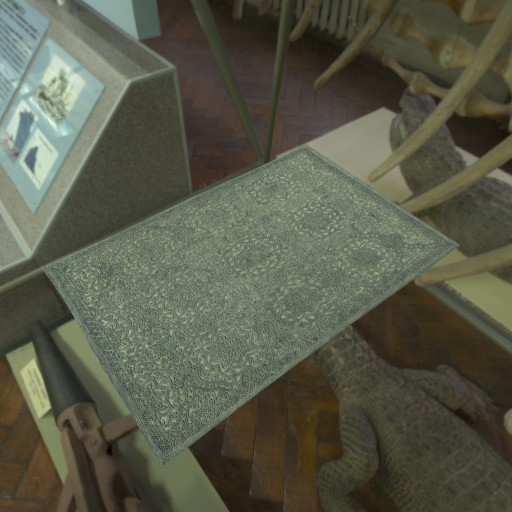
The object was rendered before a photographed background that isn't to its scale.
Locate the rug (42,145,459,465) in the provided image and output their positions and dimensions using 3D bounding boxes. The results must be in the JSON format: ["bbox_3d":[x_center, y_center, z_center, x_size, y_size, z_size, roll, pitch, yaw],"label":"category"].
[{"bbox_3d":[0.000,0.000,2.321,1.830,0.016,1.224,-30,54,-25],"label":"rug"}]
